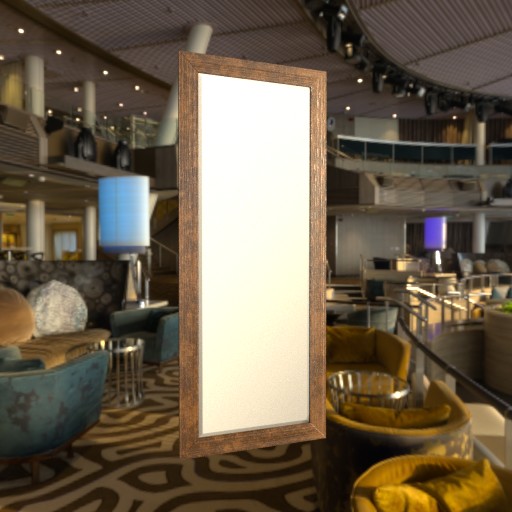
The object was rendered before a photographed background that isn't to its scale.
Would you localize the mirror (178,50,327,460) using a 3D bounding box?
[{"bbox_3d":[0.000,0.000,2.343,0.812,2.031,0.032,0,1,-19],"label":"mirror"}]
